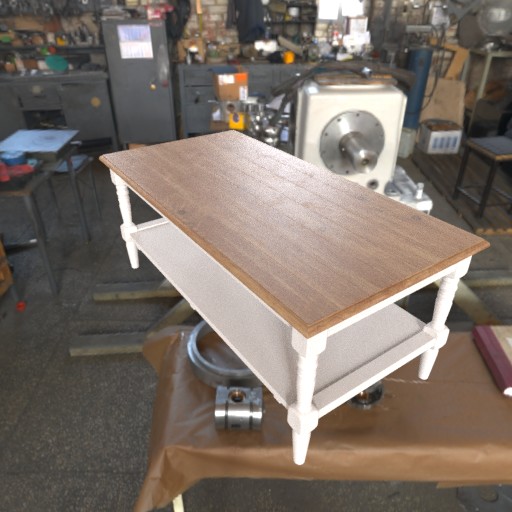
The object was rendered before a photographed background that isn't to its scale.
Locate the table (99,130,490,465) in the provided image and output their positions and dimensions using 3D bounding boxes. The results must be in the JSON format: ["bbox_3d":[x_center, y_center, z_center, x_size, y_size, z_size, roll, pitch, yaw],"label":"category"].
[{"bbox_3d":[0.000,0.000,1.405,0.559,0.458,1.118,-20,37,-29],"label":"table"}]
